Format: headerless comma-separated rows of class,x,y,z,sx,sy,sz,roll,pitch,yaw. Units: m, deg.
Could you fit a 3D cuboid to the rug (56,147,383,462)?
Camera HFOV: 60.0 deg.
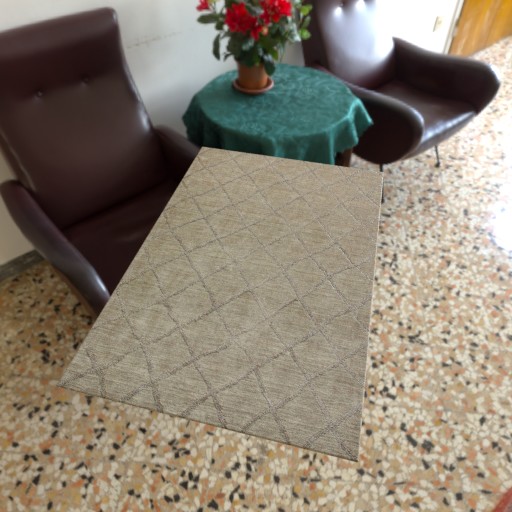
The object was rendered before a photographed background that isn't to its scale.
rug,0.000,0.000,2.891,1.521,0.015,2.280,10,47,10
